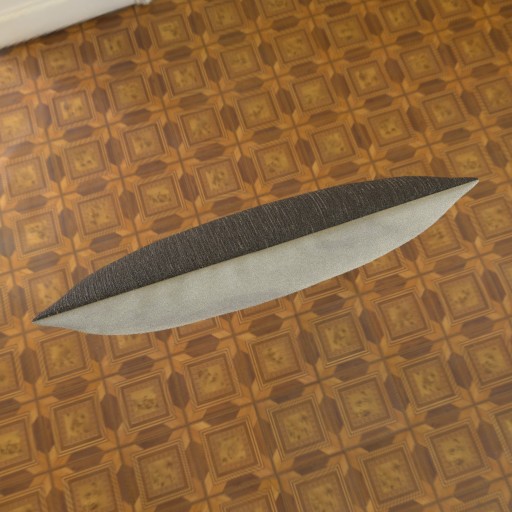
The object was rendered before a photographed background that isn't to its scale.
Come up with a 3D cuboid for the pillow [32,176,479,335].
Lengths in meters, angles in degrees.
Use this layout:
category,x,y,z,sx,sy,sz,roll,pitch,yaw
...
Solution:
category,x,y,z,sx,sy,sz,roll,pitch,yaw
pillow,0.000,0.000,0.721,0.608,0.305,0.156,-18,77,-4
